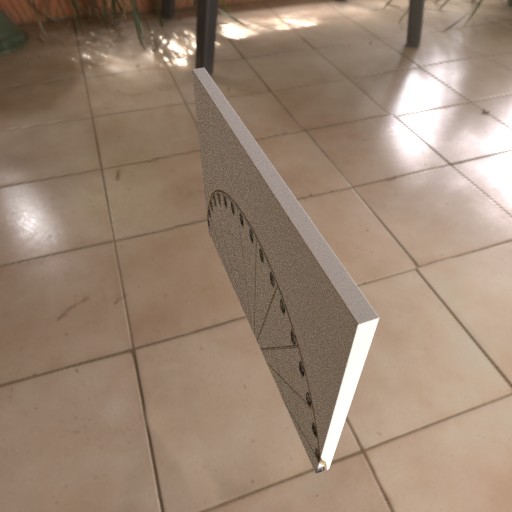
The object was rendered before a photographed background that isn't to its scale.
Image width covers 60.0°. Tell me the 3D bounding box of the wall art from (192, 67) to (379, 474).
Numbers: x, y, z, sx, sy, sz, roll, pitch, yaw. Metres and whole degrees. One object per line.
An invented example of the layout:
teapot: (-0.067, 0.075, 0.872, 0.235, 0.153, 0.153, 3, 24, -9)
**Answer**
wall art: (0.000, 0.000, 1.127, 0.038, 0.601, 0.898, -15, 48, -14)
